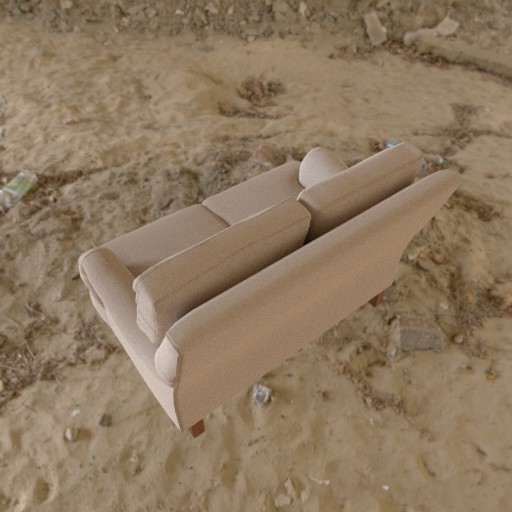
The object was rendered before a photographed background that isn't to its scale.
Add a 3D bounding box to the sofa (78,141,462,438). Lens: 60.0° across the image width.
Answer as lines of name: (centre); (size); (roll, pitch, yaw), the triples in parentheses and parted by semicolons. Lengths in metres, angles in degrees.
sofa: (0.000, 0.000, 2.212); (1.508, 1.048, 1.087); (-29, 51, -26)
